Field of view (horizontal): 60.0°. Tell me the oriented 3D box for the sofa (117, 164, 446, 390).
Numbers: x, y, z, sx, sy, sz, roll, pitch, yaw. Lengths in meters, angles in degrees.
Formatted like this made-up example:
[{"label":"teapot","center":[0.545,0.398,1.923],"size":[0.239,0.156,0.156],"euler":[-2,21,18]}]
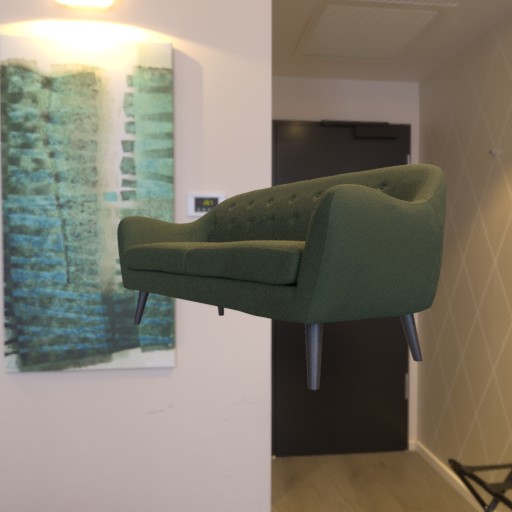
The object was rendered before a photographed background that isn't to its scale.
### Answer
[{"label":"sofa","center":[0.000,0.000,2.242],"size":[0.820,0.836,1.840],"euler":[-1,1,-37]}]
